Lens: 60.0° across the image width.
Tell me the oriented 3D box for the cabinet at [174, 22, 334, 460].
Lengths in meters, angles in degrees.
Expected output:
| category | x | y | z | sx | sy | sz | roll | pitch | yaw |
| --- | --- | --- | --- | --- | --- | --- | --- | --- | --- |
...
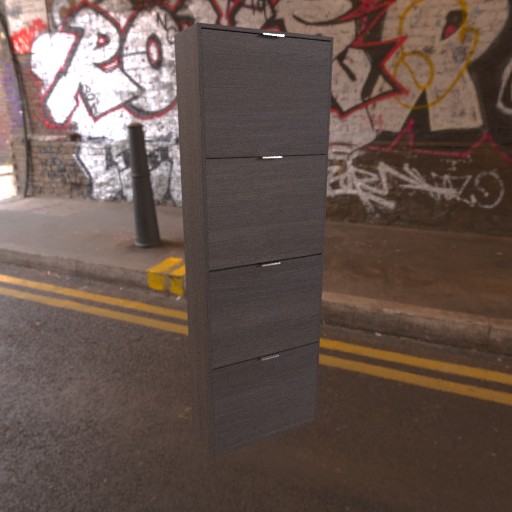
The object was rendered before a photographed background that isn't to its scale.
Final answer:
| category | x | y | z | sx | sy | sz | roll | pitch | yaw |
| --- | --- | --- | --- | --- | --- | --- | --- | --- | --- |
| cabinet | 0.000 | 0.000 | 1.804 | 0.520 | 1.630 | 0.255 | -8 | 18 | -26 |
